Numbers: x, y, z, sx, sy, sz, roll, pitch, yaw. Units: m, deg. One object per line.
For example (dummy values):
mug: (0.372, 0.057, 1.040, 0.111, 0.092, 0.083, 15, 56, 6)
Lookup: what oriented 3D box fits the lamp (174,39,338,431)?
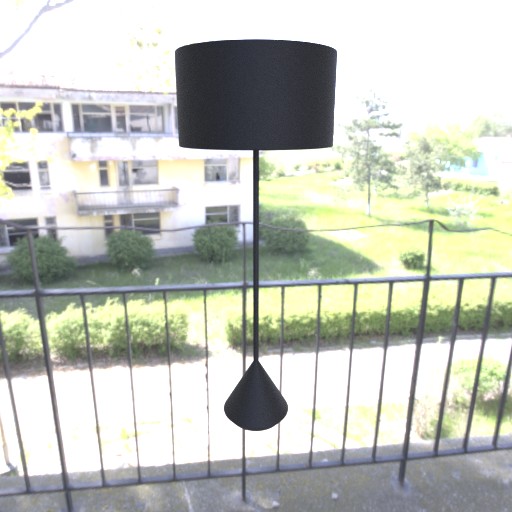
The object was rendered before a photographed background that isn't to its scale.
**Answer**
lamp: (0.000, 0.000, 1.816, 0.580, 1.526, 0.580, -2, 17, -7)
